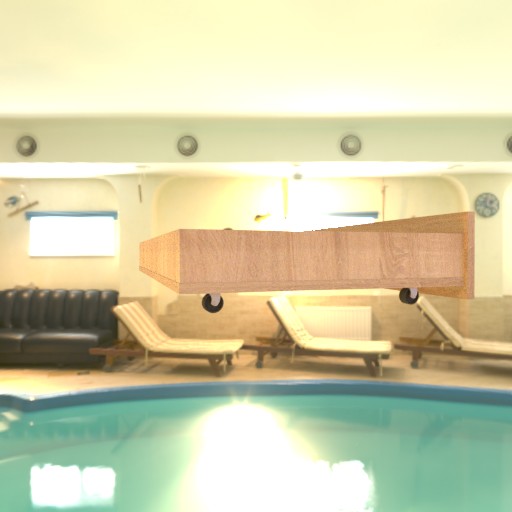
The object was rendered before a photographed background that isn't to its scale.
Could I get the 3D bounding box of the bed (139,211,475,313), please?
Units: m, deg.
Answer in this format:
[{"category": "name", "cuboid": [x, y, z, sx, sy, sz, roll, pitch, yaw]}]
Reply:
[{"category": "bed", "cuboid": [0.000, 0.000, 1.480, 0.685, 0.209, 1.200, 0, 0, -18]}]
